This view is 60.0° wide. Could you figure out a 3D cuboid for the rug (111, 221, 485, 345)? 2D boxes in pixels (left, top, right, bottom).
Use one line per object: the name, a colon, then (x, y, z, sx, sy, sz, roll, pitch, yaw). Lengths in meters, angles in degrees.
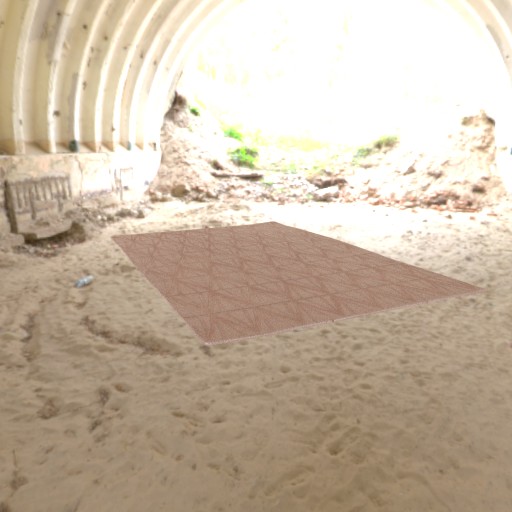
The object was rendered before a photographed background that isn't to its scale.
rug: (0.000, 0.000, 2.357, 1.230, 0.025, 1.837, -7, 15, -25)
